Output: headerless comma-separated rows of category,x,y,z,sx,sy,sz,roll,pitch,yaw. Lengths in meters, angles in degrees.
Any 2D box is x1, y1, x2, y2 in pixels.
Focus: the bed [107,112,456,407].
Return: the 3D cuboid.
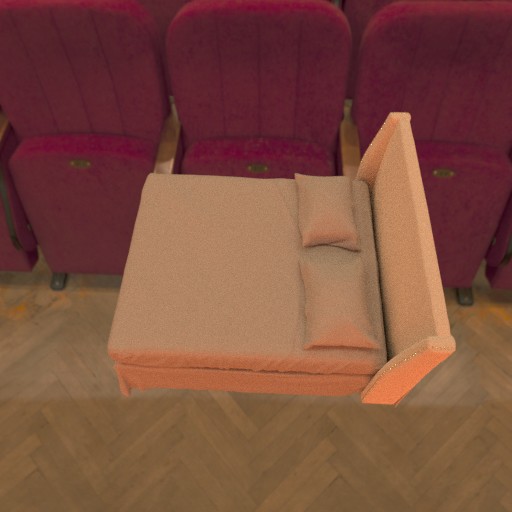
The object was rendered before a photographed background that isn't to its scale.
bed,0.000,0.000,3.457,2.276,1.332,1.925,2,58,1
